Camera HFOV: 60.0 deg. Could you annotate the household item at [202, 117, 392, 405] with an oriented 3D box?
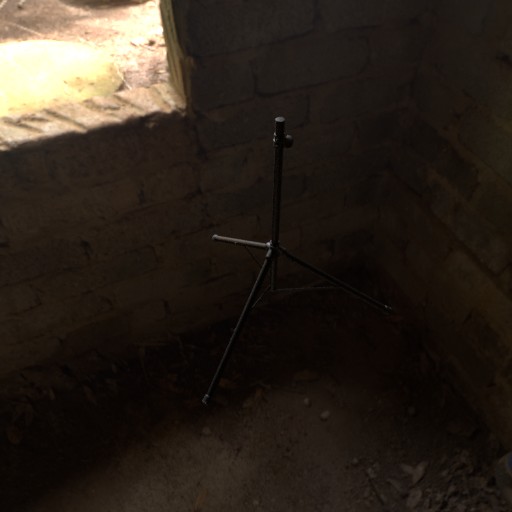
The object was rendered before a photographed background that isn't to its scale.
[{"bbox_3d":[0.000,0.000,2.663,1.596,1.595,1.339,24,52,20],"label":"household item"}]
